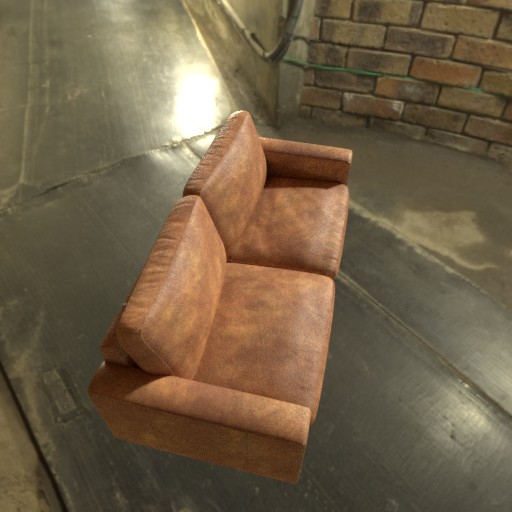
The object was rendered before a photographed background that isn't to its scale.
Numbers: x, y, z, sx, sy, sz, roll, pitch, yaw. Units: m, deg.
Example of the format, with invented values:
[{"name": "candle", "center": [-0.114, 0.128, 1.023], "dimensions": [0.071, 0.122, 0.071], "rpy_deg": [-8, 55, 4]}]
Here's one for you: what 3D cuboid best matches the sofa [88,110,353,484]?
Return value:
[{"name": "sofa", "center": [0.000, 0.000, 2.676], "dimensions": [1.016, 0.873, 2.179], "rpy_deg": [10, 48, 9]}]
